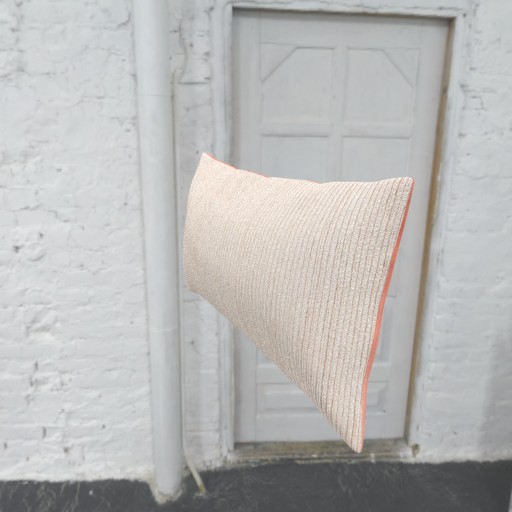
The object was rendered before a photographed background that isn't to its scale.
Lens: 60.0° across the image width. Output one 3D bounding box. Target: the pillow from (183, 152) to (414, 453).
[{"bbox_3d":[0.000,0.000,0.729,0.155,0.307,0.608,-8,17,-25],"label":"pillow"}]
